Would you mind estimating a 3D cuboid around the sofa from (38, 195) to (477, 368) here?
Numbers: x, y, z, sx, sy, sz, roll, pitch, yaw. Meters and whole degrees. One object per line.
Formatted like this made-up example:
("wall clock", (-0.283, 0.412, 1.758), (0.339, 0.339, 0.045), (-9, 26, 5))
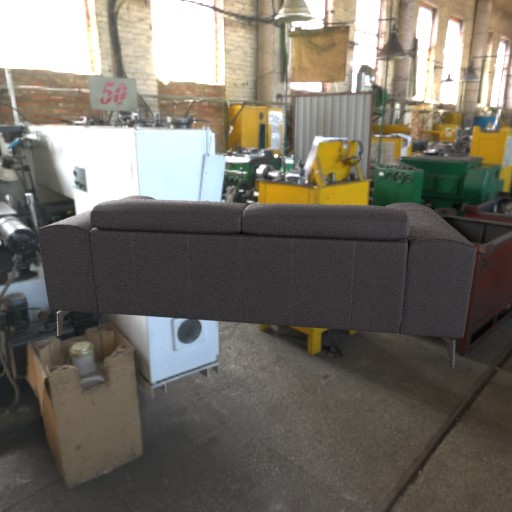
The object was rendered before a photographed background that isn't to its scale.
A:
("sofa", (0.000, 0.000, 2.834), (2.330, 0.814, 1.048), (3, 17, 9))
